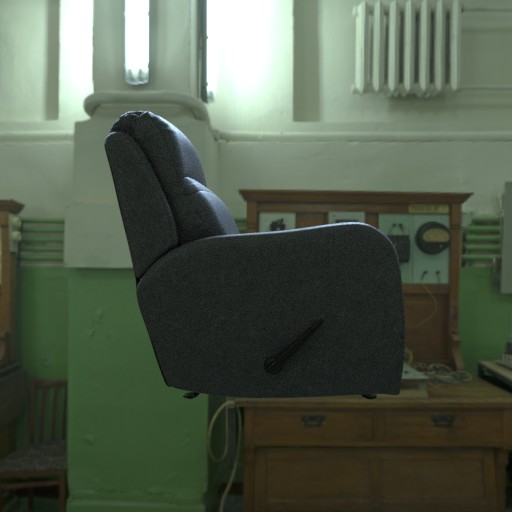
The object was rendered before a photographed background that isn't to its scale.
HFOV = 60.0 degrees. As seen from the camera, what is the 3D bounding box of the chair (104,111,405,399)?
[{"bbox_3d":[0.000,0.000,1.859,1.067,1.067,0.865,0,-1,1],"label":"chair"}]
